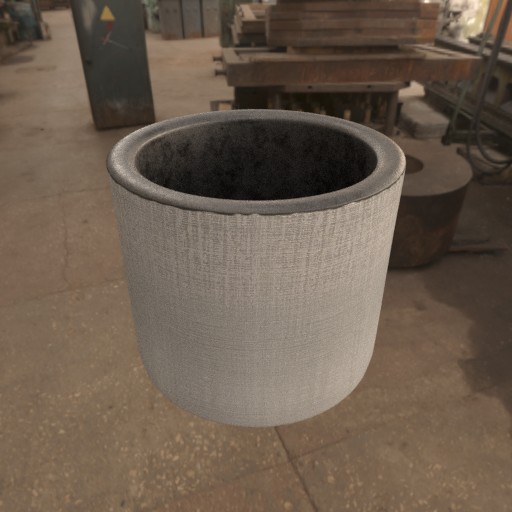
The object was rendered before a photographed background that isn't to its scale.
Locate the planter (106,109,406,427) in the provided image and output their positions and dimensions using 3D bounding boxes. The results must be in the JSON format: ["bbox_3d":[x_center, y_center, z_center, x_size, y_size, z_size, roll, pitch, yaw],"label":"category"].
[{"bbox_3d":[0.000,0.000,0.218,0.125,0.112,0.125,0,33,0],"label":"planter"}]
